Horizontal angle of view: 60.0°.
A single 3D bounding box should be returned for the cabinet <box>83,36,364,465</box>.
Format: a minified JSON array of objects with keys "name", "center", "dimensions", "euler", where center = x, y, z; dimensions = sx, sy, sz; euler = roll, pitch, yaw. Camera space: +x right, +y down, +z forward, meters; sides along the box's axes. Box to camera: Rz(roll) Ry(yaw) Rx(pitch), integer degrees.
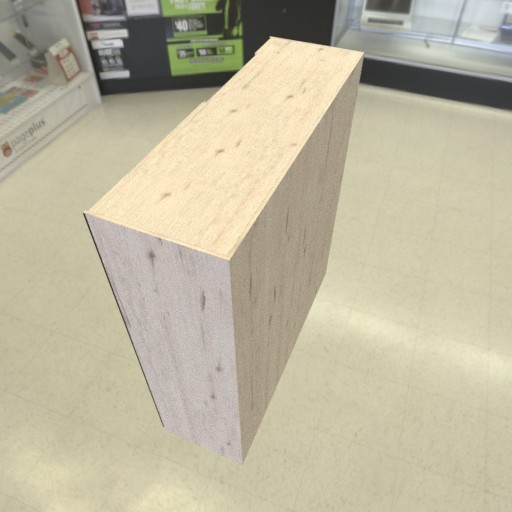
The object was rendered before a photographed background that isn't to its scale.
[{"name":"cabinet","center":[0.000,0.000,3.124],"dimensions":[0.660,2.180,2.000],"euler":[18,49,16]}]
